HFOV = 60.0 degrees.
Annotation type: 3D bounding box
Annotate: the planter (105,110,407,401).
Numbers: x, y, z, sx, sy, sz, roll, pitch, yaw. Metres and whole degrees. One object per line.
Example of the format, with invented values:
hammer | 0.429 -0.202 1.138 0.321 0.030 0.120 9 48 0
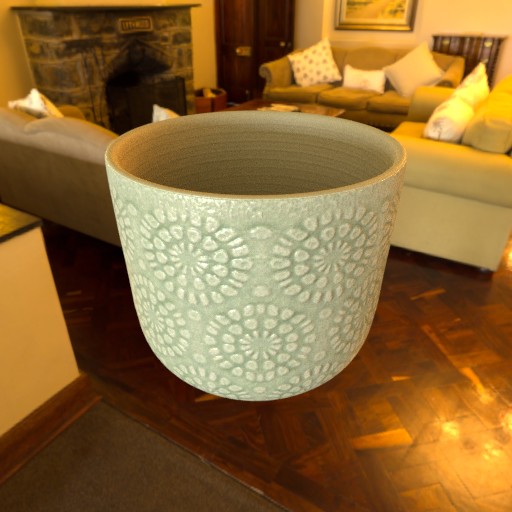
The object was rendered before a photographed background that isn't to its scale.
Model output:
planter | 0.000 0.000 0.296 0.169 0.153 0.169 0 30 0
